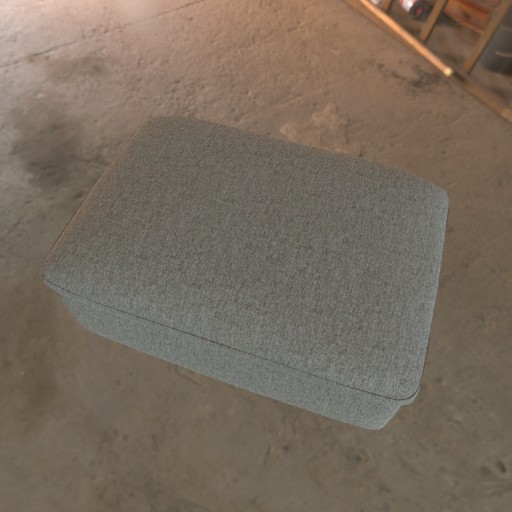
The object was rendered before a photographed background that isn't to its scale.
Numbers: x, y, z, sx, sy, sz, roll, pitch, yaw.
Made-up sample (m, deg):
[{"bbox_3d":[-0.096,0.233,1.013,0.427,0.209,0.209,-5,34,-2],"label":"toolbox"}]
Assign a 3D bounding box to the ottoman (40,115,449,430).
[{"bbox_3d":[0.000,0.000,1.315,0.977,0.451,0.694,17,59,10],"label":"ottoman"}]
